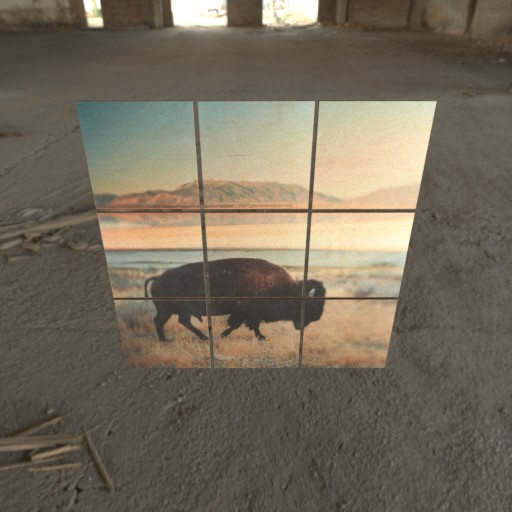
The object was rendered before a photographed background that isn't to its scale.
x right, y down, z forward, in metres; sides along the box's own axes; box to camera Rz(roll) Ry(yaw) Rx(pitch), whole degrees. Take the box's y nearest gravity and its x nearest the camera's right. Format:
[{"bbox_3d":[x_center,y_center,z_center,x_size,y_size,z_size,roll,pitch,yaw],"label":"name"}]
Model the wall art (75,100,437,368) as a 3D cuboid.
[{"bbox_3d":[0.000,0.000,1.808,1.221,1.218,0.019,0,30,0],"label":"wall art"}]
